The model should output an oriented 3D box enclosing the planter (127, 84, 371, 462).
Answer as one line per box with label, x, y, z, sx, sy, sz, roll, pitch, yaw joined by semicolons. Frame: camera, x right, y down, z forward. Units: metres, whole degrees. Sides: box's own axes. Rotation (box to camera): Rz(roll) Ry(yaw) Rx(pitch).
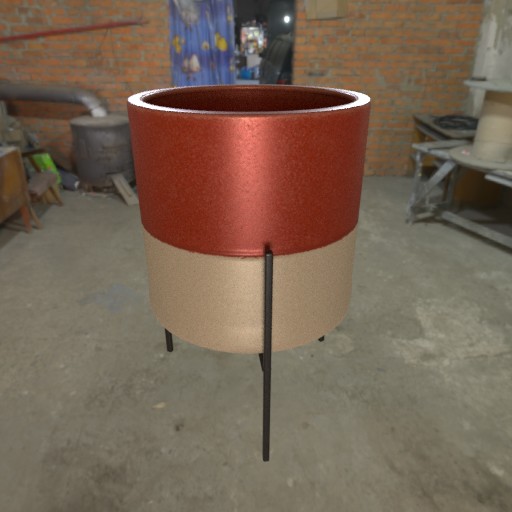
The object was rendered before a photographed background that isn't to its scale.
planter;0.000;0.000;0.515;0.251;0.354;0.235;-18;32;-32
